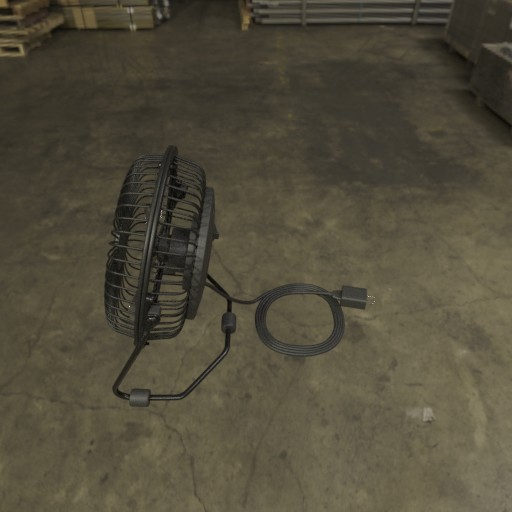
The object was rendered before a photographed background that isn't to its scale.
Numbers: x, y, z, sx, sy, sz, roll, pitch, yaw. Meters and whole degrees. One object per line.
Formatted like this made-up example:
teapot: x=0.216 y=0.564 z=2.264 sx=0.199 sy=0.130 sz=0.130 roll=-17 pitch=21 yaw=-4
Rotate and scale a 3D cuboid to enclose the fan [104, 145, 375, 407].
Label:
fan: x=0.000 y=0.000 z=0.309 sx=0.202 sy=0.152 sz=0.153 roll=0 pitch=40 yaw=0
